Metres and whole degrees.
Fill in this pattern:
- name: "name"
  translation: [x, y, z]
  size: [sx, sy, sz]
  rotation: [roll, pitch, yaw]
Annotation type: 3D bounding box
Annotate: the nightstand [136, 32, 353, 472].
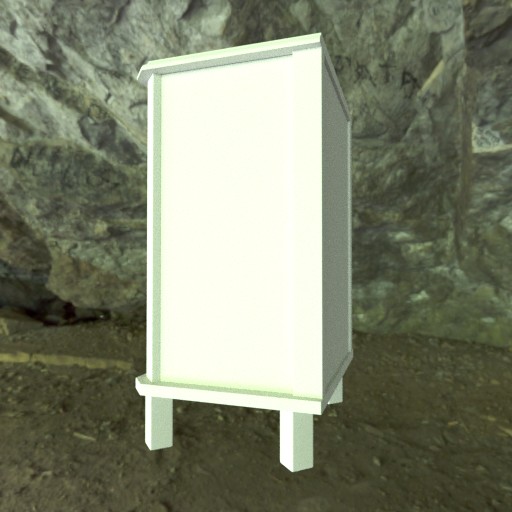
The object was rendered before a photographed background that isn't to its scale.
- name: "nightstand"
  translation: [0.000, 0.000, 0.928]
  size: [0.351, 0.681, 0.435]
  rotation: [0, -1, 19]
